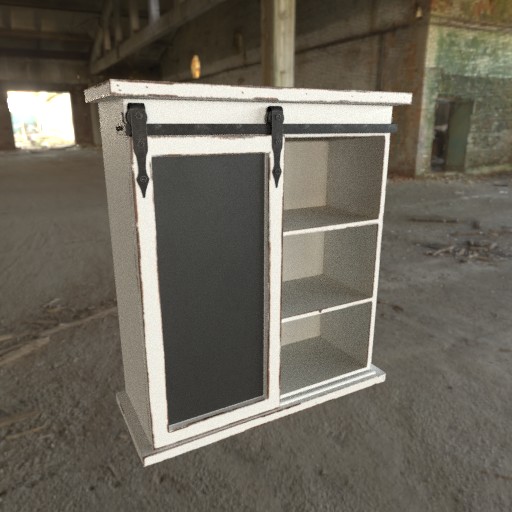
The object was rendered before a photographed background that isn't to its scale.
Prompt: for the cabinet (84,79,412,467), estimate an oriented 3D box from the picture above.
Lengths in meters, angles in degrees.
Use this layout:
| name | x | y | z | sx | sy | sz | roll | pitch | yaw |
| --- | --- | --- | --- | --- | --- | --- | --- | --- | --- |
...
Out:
| name | x | y | z | sx | sy | sz | roll | pitch | yaw |
| --- | --- | --- | --- | --- | --- | --- | --- | --- | --- |
| cabinet | 0.000 | 0.000 | 0.864 | 0.541 | 0.603 | 0.210 | -9 | 19 | -27 |
